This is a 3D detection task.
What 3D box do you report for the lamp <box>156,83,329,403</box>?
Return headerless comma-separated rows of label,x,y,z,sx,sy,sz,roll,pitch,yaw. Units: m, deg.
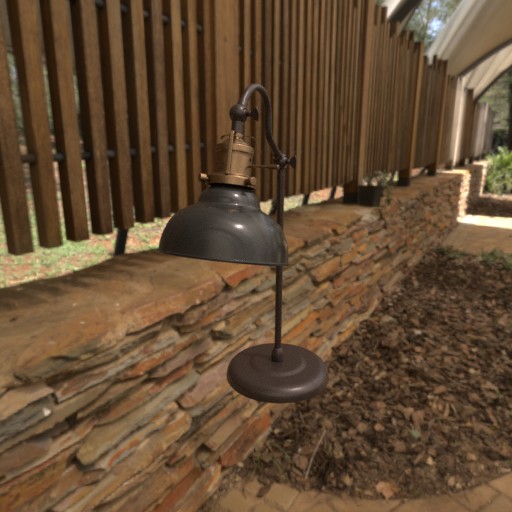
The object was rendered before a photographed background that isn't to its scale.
lamp,0.000,0.000,0.696,0.192,0.508,0.374,7,17,25
